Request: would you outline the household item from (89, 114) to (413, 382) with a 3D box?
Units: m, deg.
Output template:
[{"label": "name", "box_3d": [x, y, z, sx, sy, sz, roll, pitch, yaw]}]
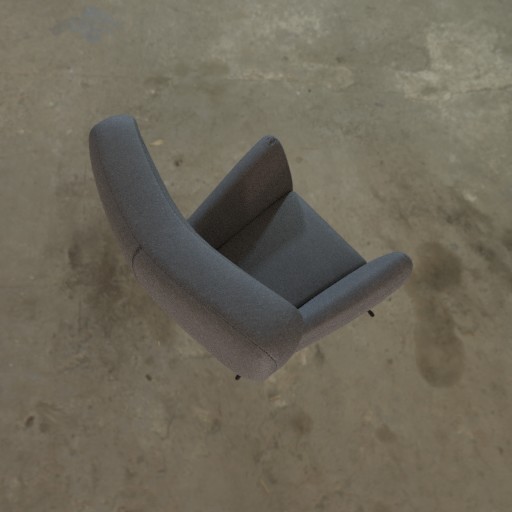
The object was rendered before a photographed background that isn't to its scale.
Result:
[{"label": "household item", "box_3d": [0.000, 0.000, 1.744, 0.900, 1.050, 0.980, -33, 65, -18]}]
